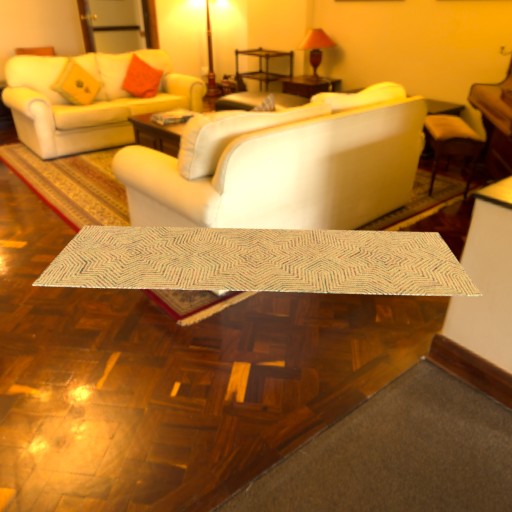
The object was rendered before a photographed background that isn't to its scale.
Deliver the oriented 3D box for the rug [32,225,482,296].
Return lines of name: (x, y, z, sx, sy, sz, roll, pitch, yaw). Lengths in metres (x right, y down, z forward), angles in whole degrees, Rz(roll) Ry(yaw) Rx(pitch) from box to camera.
rug: (0.000, 0.000, 2.729, 2.443, 0.009, 0.771, 1, 29, 2)
